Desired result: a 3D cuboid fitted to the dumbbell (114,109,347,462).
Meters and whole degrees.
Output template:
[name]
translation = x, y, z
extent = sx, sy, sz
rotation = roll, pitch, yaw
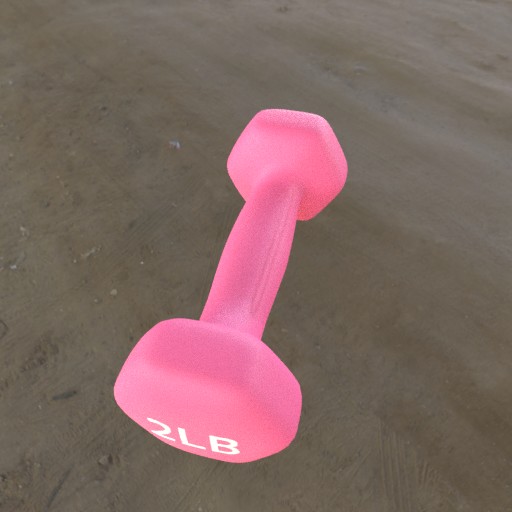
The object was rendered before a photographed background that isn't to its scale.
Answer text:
[dumbbell]
translation = 0.000, 0.000, 0.174
extent = 0.058, 0.053, 0.146
rotation = 11, 49, 10
